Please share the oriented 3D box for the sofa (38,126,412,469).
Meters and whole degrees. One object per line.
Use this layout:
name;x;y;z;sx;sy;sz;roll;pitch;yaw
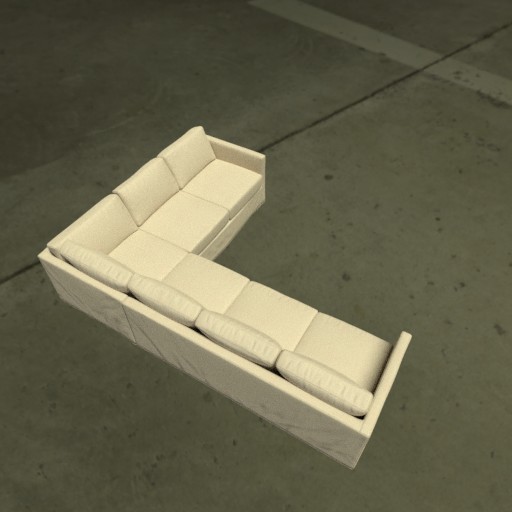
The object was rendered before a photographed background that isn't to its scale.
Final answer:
sofa;0.000;0.000;4.324;3.182;0.871;2.432;24;52;20
